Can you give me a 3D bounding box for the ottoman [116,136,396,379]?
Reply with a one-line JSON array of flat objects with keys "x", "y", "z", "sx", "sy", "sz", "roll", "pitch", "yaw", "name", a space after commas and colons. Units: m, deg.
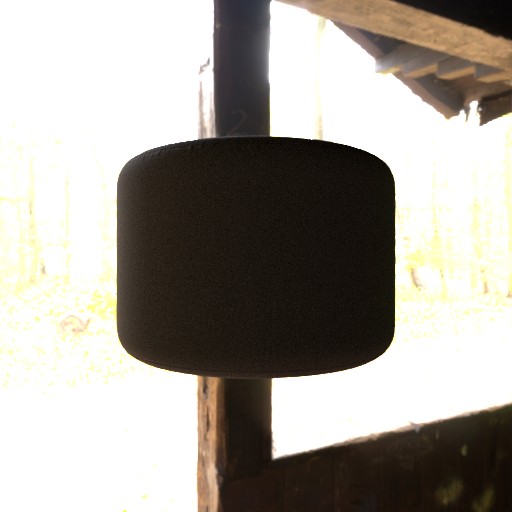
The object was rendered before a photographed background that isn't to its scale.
[{"x": 0.000, "y": 0.000, "z": 1.011, "sx": 0.608, "sy": 0.433, "sz": 0.608, "roll": 0, "pitch": 0, "yaw": 0, "name": "ottoman"}]
